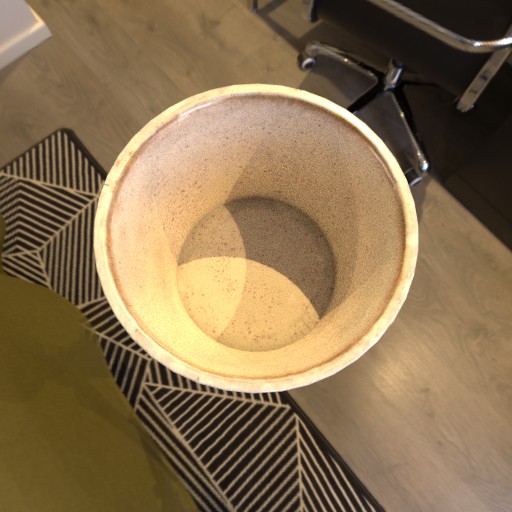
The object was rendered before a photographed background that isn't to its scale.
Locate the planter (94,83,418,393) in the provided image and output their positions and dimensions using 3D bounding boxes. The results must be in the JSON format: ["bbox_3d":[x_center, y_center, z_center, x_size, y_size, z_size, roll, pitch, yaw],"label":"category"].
[{"bbox_3d":[0.000,0.000,0.323,0.186,0.144,0.186,0,75,0],"label":"planter"}]
